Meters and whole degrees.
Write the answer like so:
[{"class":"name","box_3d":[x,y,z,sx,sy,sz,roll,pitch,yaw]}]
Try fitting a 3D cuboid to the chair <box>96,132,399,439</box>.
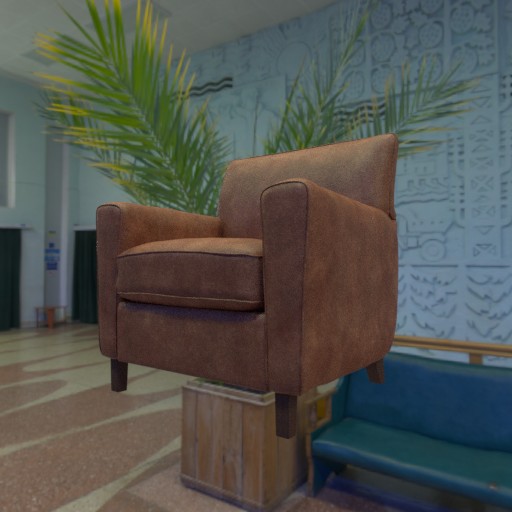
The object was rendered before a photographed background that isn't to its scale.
[{"class":"chair","box_3d":[0.000,0.000,1.623,0.870,0.943,0.823,-1,-1,36]}]
